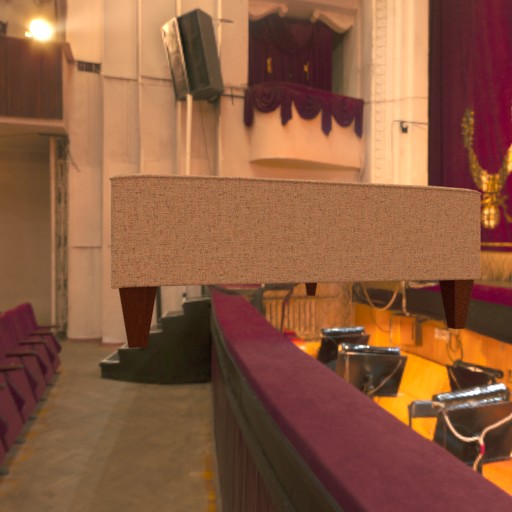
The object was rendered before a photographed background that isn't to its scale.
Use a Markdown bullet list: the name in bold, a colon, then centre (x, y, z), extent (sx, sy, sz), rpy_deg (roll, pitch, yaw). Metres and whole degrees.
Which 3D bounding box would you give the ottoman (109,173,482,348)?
- **ottoman**: centre (0.000, 0.000, 1.213), extent (0.736, 0.303, 0.835), rpy_deg (0, 0, -16)
